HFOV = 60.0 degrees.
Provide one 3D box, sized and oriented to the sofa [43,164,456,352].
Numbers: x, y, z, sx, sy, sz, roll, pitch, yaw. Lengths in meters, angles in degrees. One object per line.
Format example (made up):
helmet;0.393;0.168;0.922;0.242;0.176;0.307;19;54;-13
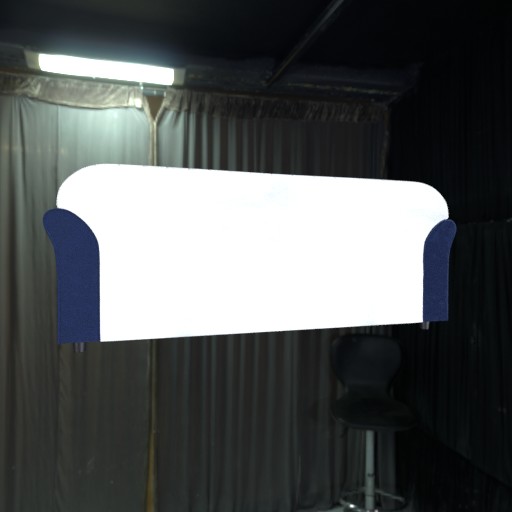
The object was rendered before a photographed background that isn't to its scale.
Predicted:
sofa;0.000;0.000;2.405;2.006;0.789;0.749;0;1;-18
